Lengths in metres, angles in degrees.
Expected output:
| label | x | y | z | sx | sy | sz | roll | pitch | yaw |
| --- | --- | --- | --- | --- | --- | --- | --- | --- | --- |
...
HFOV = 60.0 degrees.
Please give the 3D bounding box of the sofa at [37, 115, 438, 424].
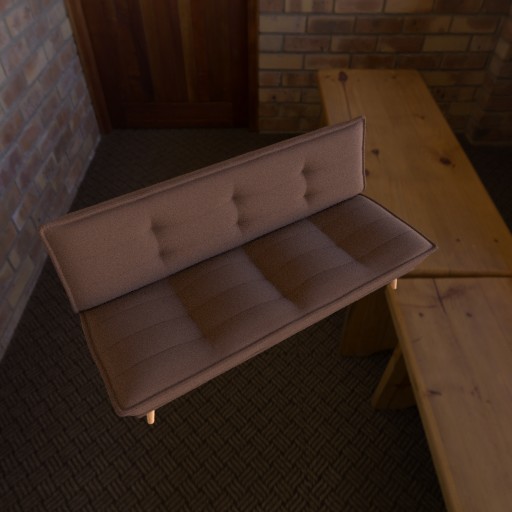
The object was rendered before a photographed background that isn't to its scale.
| label | x | y | z | sx | sy | sz | roll | pitch | yaw |
| --- | --- | --- | --- | --- | --- | --- | --- | --- | --- |
| sofa | 0.000 | 0.000 | 2.460 | 1.940 | 0.890 | 0.950 | -24 | 50 | -22 |
